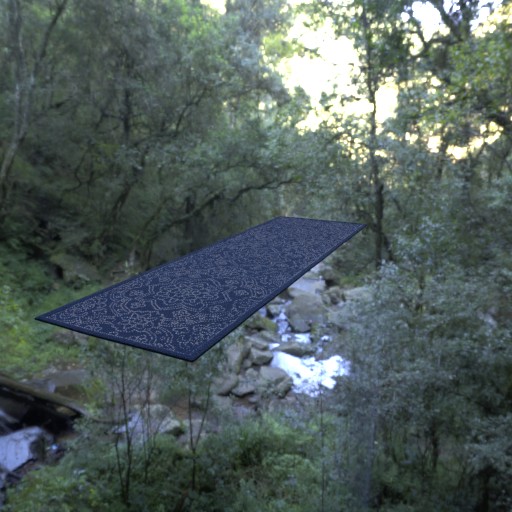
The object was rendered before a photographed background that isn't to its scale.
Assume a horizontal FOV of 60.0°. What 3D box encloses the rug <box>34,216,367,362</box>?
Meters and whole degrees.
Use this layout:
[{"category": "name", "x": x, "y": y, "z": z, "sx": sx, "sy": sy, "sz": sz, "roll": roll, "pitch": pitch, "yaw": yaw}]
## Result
[{"category": "rug", "x": 0.000, "y": 0.000, "z": 2.653, "sx": 0.769, "sy": 0.012, "sz": 2.448, "roll": 8, "pitch": 18, "yaw": 26}]
